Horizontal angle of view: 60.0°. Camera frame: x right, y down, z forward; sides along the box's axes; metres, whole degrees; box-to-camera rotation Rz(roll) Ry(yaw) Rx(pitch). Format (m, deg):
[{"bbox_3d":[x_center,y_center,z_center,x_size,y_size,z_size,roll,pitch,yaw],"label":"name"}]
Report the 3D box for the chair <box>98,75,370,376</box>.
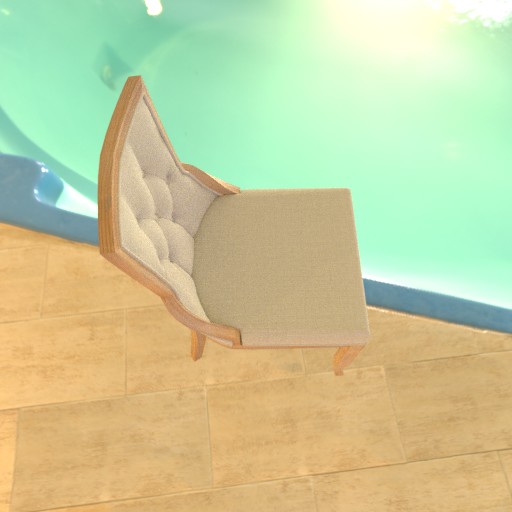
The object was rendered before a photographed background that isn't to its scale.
[{"bbox_3d":[0.000,0.000,1.331,0.641,0.947,0.524,-1,63,0],"label":"chair"}]
